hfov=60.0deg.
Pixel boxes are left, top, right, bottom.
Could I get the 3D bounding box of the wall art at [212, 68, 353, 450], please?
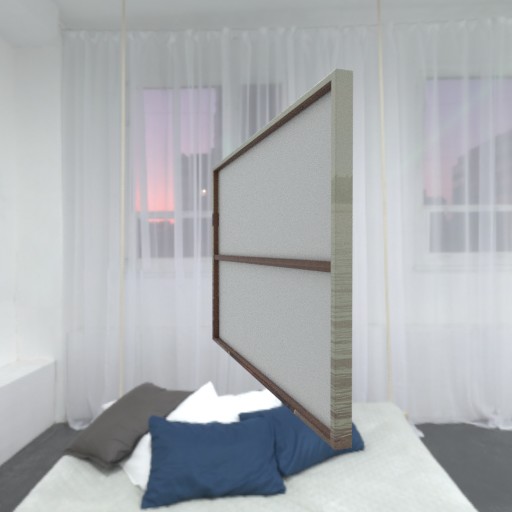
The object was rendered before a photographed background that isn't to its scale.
[{"bbox_3d":[0.000,0.000,1.437,0.040,0.765,1.149,0,1,-18],"label":"wall art"}]
